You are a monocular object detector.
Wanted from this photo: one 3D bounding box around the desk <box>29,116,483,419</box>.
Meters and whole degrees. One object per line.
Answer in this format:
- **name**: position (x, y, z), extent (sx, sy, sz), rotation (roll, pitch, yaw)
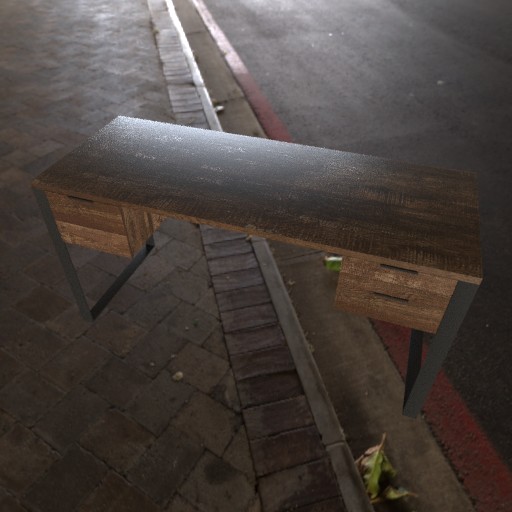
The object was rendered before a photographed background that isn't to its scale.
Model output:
- **desk**: position (0.000, 0.000, 1.868), extent (1.524, 0.762, 0.599), rotation (13, 43, 14)
